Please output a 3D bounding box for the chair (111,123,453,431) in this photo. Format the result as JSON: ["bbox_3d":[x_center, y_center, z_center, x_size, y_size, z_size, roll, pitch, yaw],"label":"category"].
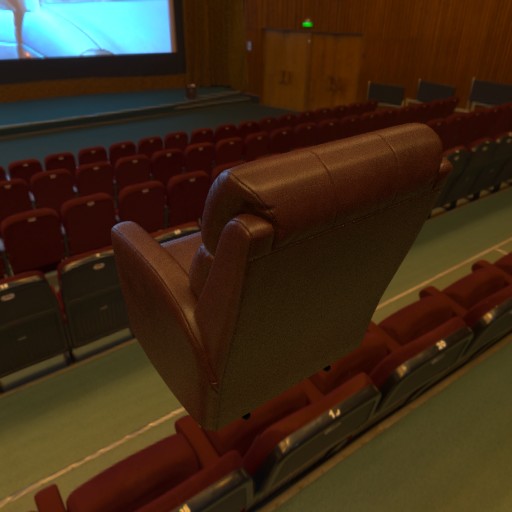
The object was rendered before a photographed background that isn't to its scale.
[{"bbox_3d":[0.000,0.000,1.600,0.787,1.016,0.939,-21,37,-30],"label":"chair"}]
